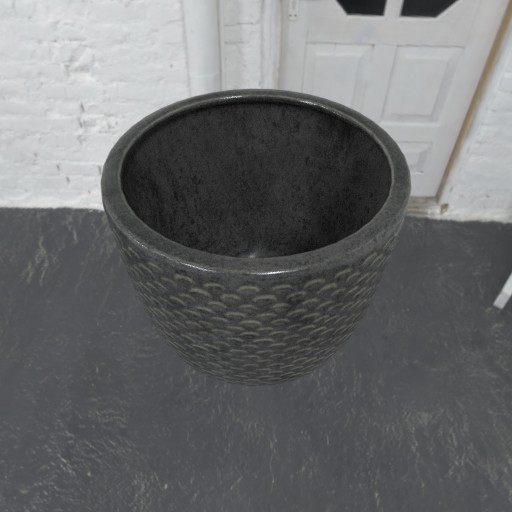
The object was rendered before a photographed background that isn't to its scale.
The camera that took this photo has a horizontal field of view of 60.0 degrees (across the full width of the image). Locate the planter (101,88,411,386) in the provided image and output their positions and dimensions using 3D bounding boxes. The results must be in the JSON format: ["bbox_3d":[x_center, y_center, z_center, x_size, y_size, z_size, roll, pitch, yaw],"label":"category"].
[{"bbox_3d":[0.000,0.000,0.248,0.140,0.129,0.140,0,47,0],"label":"planter"}]
